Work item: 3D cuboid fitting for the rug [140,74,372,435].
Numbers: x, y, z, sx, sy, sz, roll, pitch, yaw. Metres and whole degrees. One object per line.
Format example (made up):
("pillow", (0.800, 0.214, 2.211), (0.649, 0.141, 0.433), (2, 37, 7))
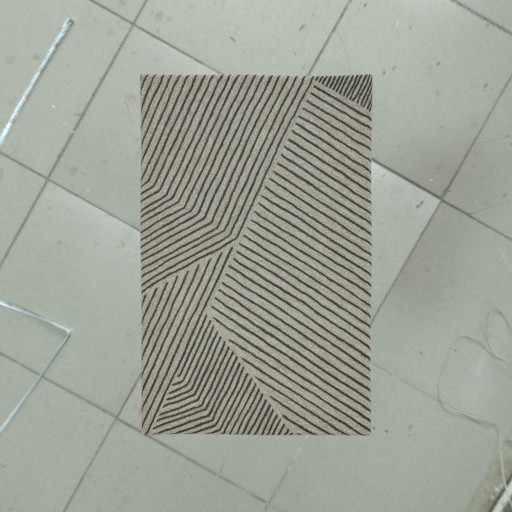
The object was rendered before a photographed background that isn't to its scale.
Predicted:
("rug", (0.000, 0.000, 2.953), (1.539, 0.023, 2.406), (0, 91, 0))
